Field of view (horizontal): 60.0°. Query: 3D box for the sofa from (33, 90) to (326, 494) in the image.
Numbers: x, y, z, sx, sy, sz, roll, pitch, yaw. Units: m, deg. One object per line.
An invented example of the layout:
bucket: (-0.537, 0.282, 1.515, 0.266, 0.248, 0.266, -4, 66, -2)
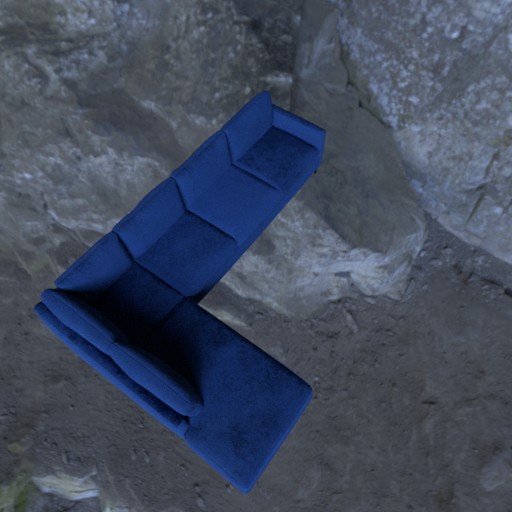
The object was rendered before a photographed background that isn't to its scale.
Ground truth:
sofa: (0.000, 0.000, 3.743, 2.007, 0.815, 2.949, 32, 64, 18)
